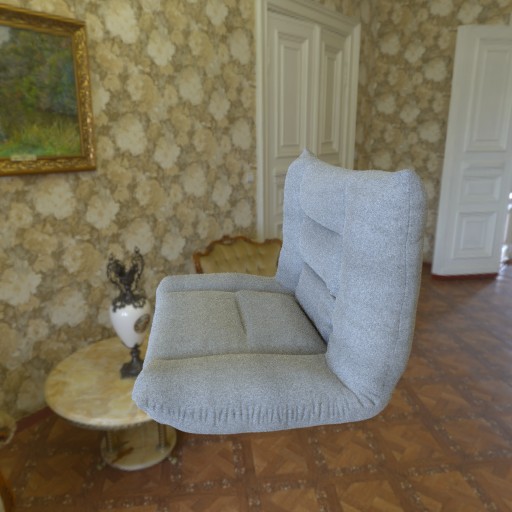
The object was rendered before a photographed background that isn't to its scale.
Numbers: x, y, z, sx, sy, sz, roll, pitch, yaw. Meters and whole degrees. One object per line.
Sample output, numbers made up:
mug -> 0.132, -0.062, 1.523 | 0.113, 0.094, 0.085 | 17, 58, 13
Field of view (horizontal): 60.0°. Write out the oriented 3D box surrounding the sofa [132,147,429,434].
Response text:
sofa -> 0.000, 0.000, 1.696 | 0.847, 0.795, 1.144 | -2, 14, -8
